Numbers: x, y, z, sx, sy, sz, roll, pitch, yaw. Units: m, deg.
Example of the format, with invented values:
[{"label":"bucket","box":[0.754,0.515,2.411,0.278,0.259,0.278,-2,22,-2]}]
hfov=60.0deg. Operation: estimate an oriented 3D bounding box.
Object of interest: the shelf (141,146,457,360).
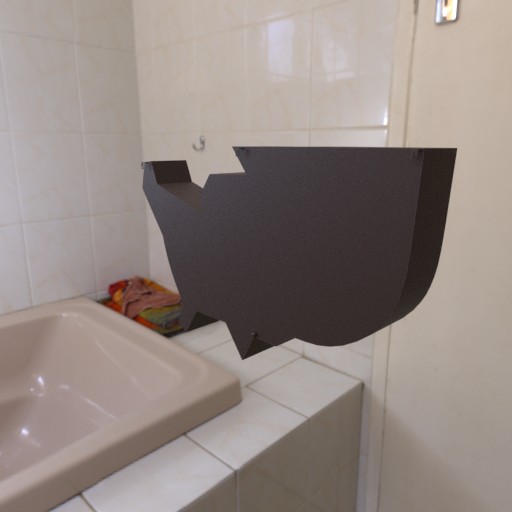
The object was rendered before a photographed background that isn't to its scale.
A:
[{"label":"shelf","box":[0.000,0.000,0.915,0.112,0.439,0.729,-13,19,-42]}]
